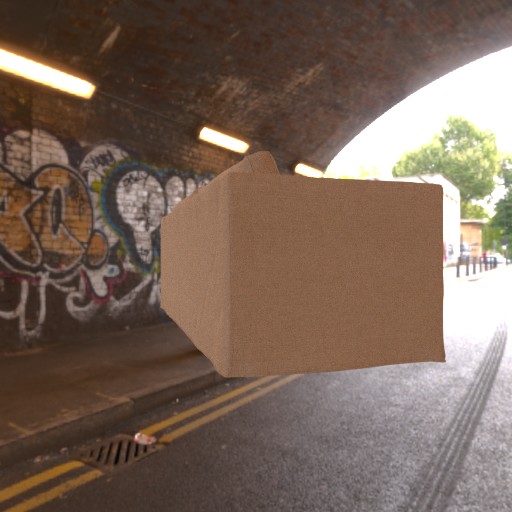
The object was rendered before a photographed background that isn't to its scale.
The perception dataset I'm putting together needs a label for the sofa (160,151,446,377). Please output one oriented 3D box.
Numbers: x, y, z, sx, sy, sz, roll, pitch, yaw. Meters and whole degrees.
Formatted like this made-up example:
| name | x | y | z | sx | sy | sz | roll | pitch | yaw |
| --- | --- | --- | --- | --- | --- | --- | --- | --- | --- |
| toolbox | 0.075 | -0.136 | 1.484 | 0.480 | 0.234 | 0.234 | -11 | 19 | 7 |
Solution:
| name | x | y | z | sx | sy | sz | roll | pitch | yaw |
| --- | --- | --- | --- | --- | --- | --- | --- | --- | --- |
| sofa | 0.000 | 0.000 | 2.736 | 0.956 | 0.847 | 2.296 | 0 | 0 | -18 |
